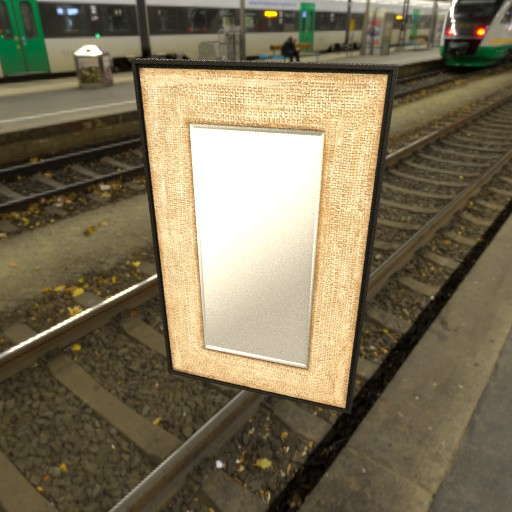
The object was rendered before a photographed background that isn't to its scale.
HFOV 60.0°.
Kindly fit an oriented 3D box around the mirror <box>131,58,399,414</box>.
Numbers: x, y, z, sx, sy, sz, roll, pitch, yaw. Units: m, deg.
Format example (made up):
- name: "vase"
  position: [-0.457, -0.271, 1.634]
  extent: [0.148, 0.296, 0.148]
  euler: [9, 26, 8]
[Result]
- name: "mirror"
  position: [0.000, 0.000, 1.514]
  extent: [0.762, 1.219, 0.038]
  euler: [8, 29, 15]
